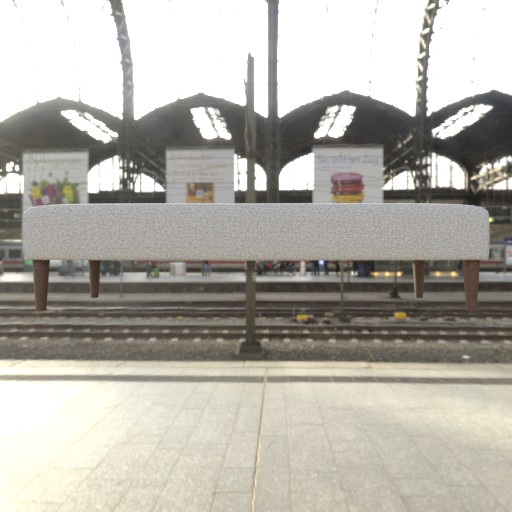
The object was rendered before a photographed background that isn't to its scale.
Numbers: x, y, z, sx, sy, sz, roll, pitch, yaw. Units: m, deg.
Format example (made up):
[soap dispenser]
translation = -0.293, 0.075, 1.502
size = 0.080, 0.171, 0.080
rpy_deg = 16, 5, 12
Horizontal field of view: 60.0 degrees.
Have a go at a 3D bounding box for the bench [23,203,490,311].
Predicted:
[bench]
translation = 0.000, 0.000, 1.800
size = 1.598, 0.383, 0.631
rpy_deg = 0, 0, 0
